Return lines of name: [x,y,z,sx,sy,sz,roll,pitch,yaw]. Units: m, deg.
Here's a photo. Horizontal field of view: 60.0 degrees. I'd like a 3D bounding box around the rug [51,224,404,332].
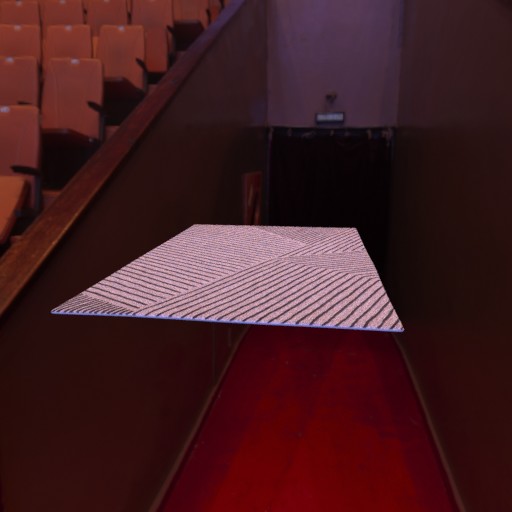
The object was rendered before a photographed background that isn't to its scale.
rug: [0.000,0.000,3.040,1.539,0.023,2.406,2,14,8]
